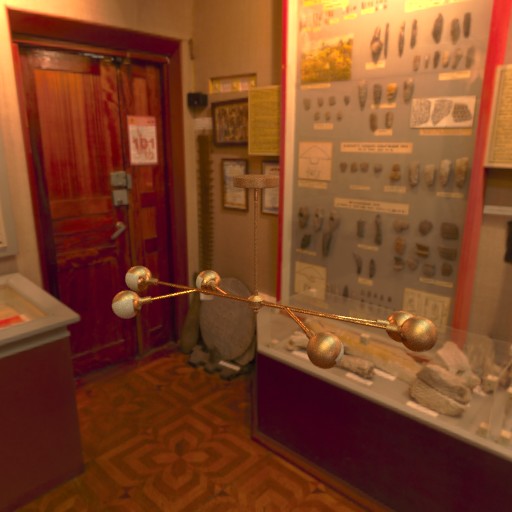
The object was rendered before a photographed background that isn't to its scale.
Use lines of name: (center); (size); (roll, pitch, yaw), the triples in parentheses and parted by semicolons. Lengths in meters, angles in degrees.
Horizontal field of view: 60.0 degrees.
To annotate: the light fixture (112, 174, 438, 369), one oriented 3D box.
light fixture: (0.000, 0.000, 1.020); (0.778, 0.362, 0.434); (15, 21, 43)
